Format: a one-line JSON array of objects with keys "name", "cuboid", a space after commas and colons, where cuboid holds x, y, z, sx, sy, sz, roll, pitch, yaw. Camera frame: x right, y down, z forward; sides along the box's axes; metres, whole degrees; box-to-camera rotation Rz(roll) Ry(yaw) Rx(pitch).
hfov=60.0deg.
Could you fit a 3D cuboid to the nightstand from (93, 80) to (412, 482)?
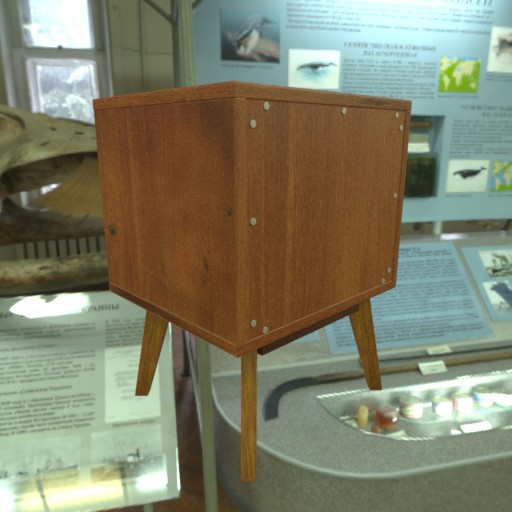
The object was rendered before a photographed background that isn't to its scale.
[{"name": "nightstand", "cuboid": [0.000, 0.000, 0.926, 0.460, 0.618, 0.411, -14, 21, -42]}]
